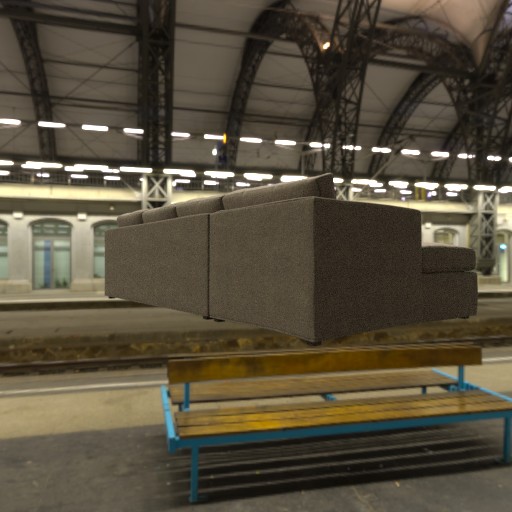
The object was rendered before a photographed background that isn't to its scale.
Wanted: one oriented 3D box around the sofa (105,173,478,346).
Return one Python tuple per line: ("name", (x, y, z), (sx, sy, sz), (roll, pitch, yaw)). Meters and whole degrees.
("sofa", (0.000, 0.000, 3.920), (1.650, 0.922, 3.205), (0, 0, -37))
